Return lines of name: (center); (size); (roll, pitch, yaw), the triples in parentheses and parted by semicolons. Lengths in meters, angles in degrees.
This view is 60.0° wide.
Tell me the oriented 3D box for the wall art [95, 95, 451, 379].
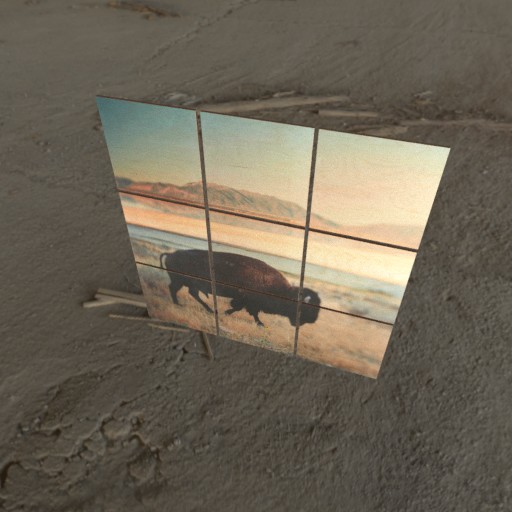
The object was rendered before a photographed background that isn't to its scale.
wall art: (0.000, 0.000, 1.868); (1.221, 1.218, 0.019); (13, 43, 14)
